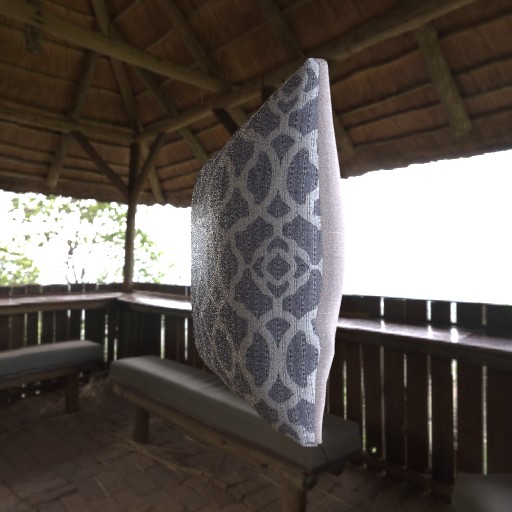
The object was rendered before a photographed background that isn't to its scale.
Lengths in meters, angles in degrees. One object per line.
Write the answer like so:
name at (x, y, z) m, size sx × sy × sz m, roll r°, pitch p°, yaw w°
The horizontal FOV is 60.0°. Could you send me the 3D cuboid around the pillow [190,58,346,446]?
pillow at (0.000, 0.000, 0.799) m, size 0.215 × 0.498 × 0.508 m, roll 0°, pitch -1°, yaw -18°
